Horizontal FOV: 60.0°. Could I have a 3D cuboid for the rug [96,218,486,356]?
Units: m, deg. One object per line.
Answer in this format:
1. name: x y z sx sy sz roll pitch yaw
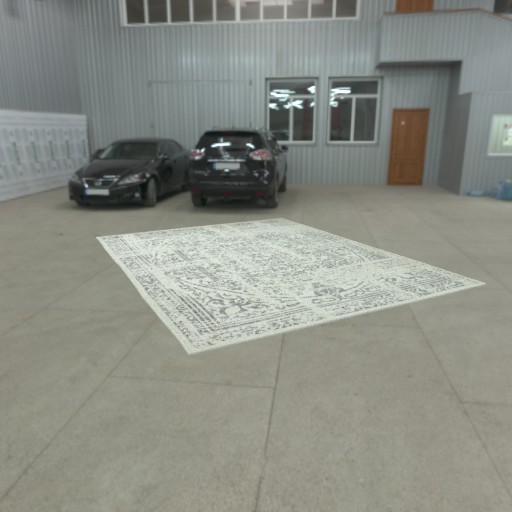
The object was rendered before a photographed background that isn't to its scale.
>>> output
1. rug: 0.000 0.000 3.977 2.311 0.032 2.921 -8 18 -27
